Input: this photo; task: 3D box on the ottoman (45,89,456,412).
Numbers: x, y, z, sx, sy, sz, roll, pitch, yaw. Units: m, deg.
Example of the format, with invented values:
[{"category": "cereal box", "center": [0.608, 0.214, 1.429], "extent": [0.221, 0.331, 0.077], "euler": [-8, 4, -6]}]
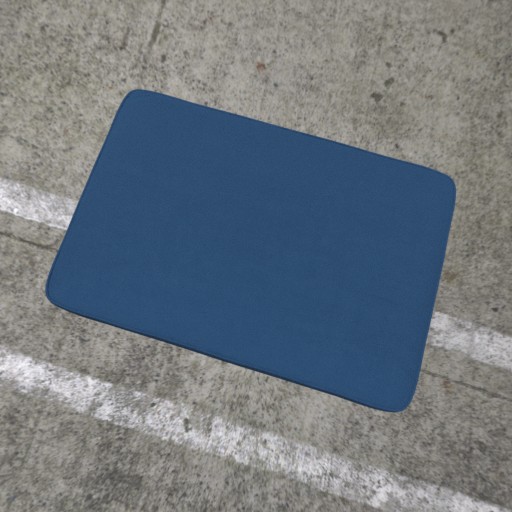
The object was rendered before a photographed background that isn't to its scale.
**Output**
[{"category": "ottoman", "center": [0.000, 0.000, 1.221], "extent": [0.862, 0.484, 0.583], "euler": [17, 78, 4]}]
